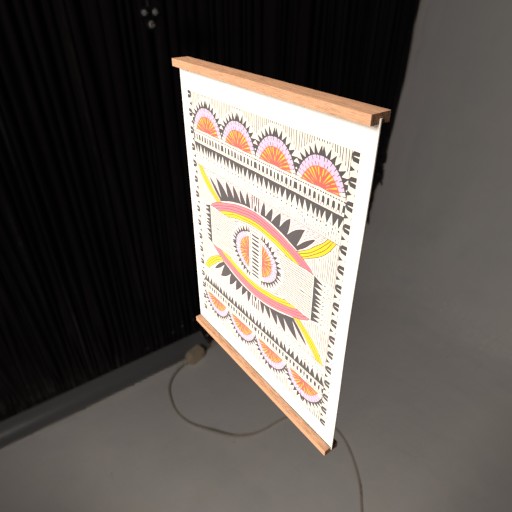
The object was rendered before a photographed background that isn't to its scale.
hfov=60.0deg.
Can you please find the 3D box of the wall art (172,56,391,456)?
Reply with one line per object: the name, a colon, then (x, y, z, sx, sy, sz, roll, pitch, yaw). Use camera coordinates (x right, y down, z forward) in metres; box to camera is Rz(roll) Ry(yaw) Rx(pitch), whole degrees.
wall art: (0.000, 0.000, 0.695, 0.028, 0.527, 0.403, -22, 38, -30)
